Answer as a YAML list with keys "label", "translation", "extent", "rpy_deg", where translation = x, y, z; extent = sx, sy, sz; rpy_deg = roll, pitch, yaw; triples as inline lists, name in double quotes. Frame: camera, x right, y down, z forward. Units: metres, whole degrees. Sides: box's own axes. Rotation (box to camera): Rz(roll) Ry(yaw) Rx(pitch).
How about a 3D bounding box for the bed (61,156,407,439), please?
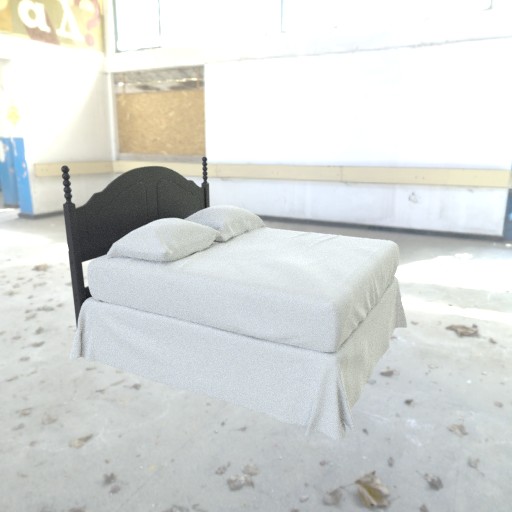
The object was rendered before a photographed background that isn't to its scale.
- label: "bed"
  translation: [0.000, 0.000, 3.305]
  extent: [2.040, 1.356, 1.873]
  rpy_deg: [8, 17, 27]
